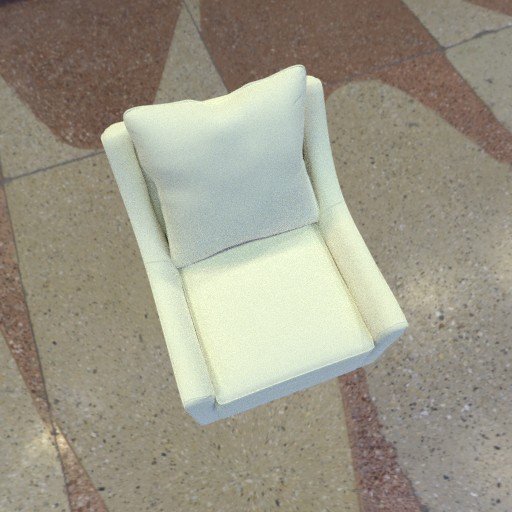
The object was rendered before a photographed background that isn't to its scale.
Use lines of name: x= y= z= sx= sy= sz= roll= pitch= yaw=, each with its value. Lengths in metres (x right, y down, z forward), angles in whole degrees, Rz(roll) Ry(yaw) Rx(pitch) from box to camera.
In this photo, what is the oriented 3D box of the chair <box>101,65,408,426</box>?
chair: x=0.000 y=0.000 z=1.577 sx=0.756 sy=0.965 sz=0.876 roll=-18 pitch=65 yaw=-9
